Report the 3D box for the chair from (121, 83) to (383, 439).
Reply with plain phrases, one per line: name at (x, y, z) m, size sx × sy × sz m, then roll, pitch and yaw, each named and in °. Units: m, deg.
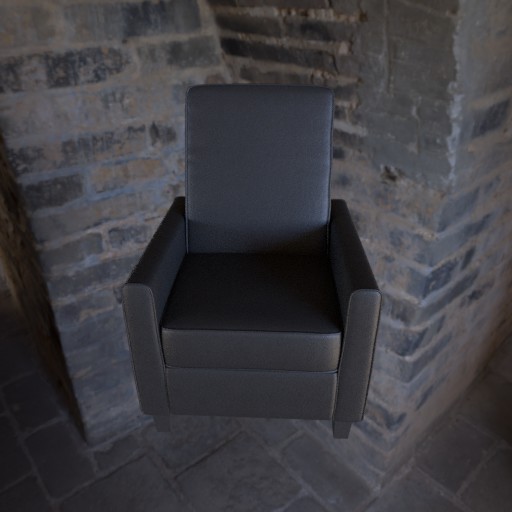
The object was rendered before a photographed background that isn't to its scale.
chair at (0.000, 0.000, 1.511) m, size 0.705 × 1.013 × 0.746 m, roll 1°, pitch 30°, yaw 2°
